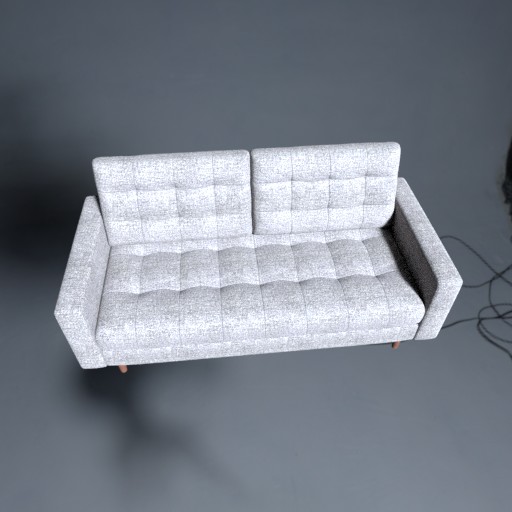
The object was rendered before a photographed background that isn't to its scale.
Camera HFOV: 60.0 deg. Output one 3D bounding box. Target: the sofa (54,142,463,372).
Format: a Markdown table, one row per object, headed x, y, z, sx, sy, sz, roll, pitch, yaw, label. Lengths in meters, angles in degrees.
| x | y | z | sx | sy | sz | roll | pitch | yaw | label |
| --- | --- | --- | --- | --- | --- | --- | --- | --- | --- |
| 0.000 | 0.000 | 2.340 | 1.821 | 0.902 | 0.863 | -4 | 45 | -4 | sofa |
